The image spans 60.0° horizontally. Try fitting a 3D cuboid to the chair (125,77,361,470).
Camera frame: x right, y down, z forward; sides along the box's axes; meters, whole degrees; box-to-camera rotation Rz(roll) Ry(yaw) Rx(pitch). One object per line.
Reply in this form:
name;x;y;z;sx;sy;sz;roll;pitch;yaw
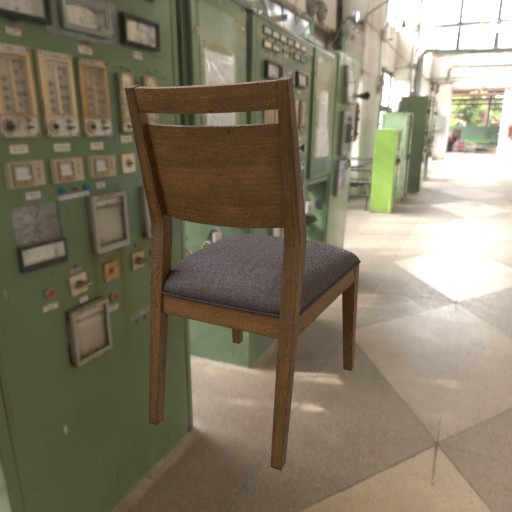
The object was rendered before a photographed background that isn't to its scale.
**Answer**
chair;0.000;0.000;1.335;0.501;0.939;0.610;8;18;26
